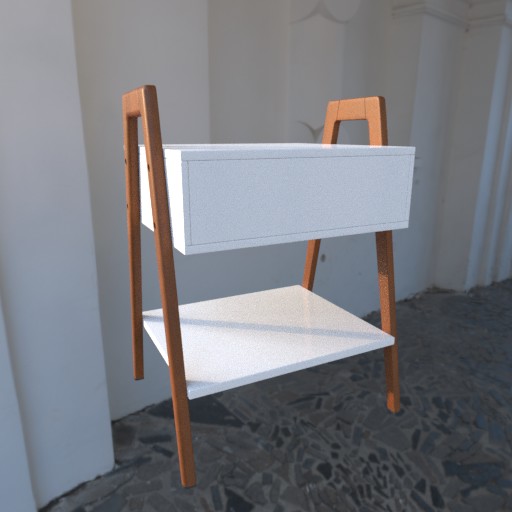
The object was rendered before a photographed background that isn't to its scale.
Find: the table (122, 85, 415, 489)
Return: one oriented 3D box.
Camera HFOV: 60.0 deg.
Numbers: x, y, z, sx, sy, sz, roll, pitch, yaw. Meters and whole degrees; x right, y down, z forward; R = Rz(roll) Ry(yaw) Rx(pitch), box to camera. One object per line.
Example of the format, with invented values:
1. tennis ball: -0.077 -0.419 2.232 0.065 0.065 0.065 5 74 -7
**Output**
1. table: 0.000 0.000 0.890 0.457 0.610 0.405 -8 17 -26
